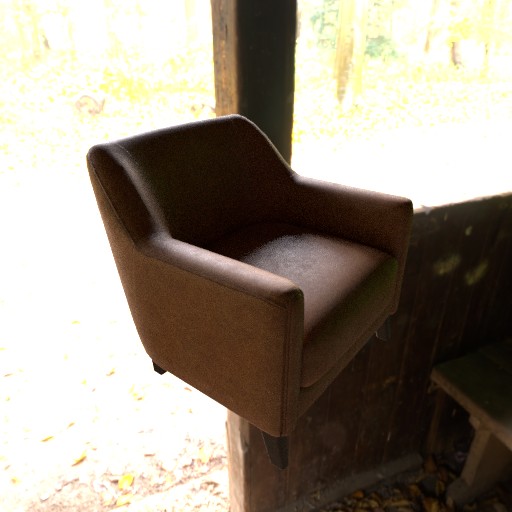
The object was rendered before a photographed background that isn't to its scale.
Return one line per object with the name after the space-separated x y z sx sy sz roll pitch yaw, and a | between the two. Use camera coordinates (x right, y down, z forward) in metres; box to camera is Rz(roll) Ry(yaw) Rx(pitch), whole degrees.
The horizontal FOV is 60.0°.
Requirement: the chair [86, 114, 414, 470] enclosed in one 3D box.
0.000 0.000 1.887 1.034 0.980 1.037 20 33 33 | chair
